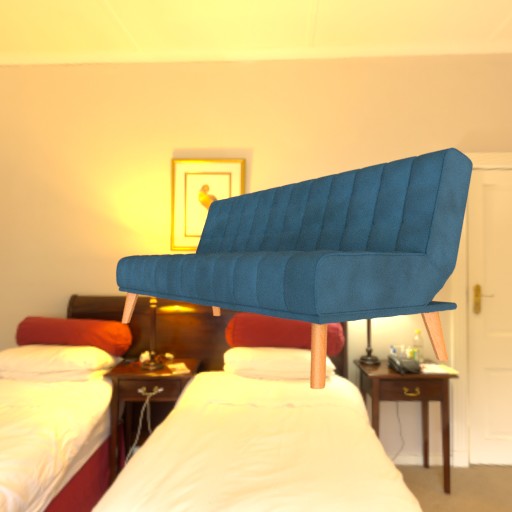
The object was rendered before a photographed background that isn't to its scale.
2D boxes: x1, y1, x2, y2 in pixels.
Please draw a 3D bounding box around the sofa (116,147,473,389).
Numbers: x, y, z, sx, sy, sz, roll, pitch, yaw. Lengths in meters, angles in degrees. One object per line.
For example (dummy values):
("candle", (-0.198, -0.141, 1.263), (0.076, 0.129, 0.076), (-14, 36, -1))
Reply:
("sofa", (0.000, 0.000, 2.256), (0.855, 0.813, 1.804), (1, -1, -35))
